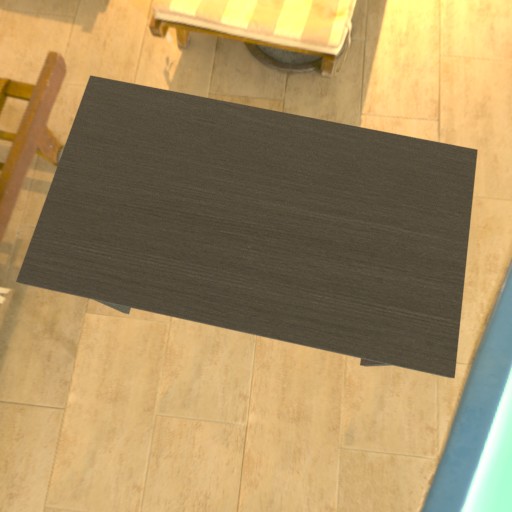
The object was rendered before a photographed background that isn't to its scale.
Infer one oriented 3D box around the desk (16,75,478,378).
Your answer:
[{"bbox_3d":[0.000,0.000,1.290,0.893,0.724,0.498,12,76,3],"label":"desk"}]
